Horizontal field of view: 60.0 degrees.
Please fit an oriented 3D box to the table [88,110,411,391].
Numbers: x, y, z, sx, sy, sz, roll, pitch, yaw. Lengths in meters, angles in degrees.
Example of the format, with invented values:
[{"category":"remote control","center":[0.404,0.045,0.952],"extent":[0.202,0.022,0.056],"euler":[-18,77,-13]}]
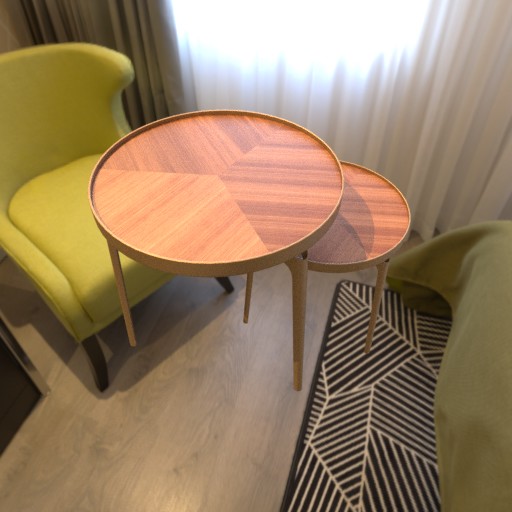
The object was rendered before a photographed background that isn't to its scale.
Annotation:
[{"category":"table","center":[0.000,0.000,1.149],"extent":[0.751,0.555,0.532],"euler":[-10,47,-9]}]
